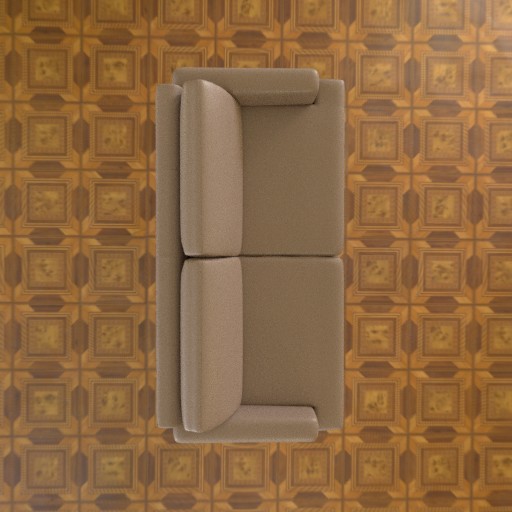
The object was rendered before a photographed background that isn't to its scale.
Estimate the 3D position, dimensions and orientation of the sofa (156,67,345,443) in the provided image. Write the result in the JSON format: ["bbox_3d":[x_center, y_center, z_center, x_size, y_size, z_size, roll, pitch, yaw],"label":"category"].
[{"bbox_3d":[0.000,0.000,2.400,0.974,0.765,1.940,0,91,-1],"label":"sofa"}]
